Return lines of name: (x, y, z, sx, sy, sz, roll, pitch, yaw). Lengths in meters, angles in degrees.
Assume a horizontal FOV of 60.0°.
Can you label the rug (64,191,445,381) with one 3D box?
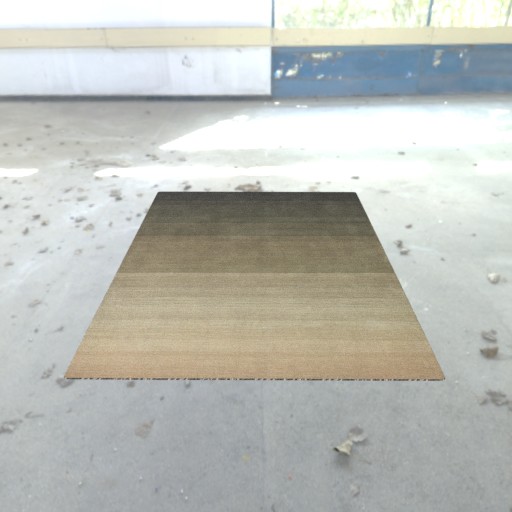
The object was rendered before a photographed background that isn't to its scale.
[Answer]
rug: (0.000, 0.000, 3.899, 2.305, 0.017, 2.902, 0, 31, 0)
